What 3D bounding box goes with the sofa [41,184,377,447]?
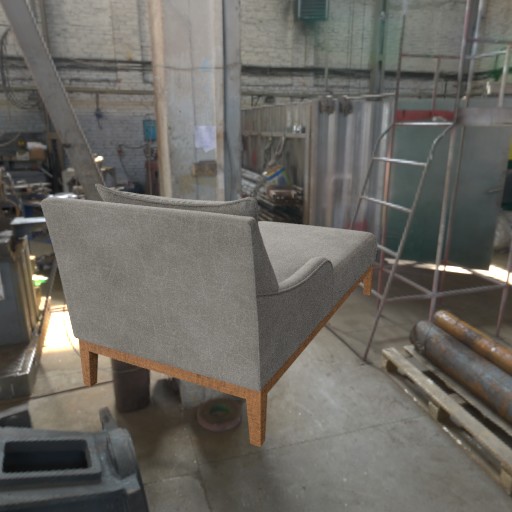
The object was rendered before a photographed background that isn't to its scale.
[{"bbox_3d":[0.000,0.000,2.301,0.894,0.859,1.779,8,18,26],"label":"sofa"}]
